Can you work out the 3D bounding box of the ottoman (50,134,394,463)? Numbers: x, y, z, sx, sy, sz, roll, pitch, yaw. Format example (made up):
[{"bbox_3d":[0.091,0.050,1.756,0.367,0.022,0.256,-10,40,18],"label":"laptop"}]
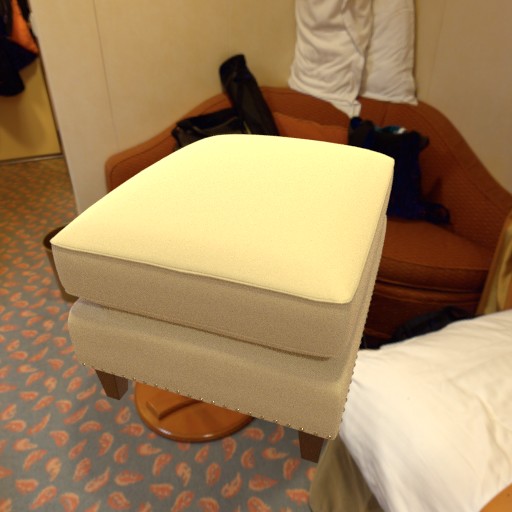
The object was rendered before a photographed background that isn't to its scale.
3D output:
[{"bbox_3d":[0.000,0.000,1.124,0.584,0.513,0.741,10,32,17],"label":"ottoman"}]
